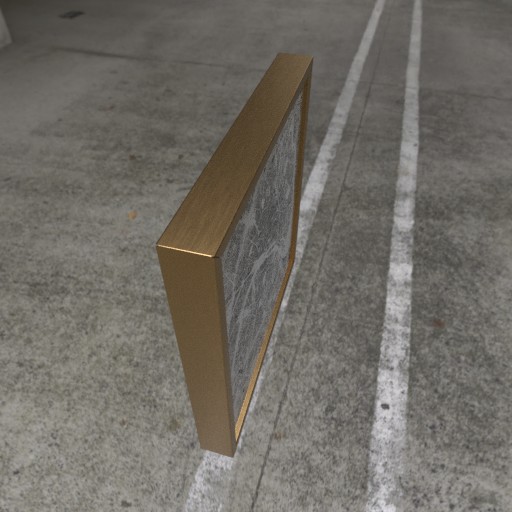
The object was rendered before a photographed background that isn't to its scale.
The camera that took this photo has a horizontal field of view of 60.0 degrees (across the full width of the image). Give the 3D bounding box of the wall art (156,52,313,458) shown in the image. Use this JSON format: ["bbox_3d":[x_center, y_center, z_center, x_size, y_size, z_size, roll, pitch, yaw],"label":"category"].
[{"bbox_3d":[0.000,0.000,0.469,0.037,0.305,0.305,11,46,11],"label":"wall art"}]
